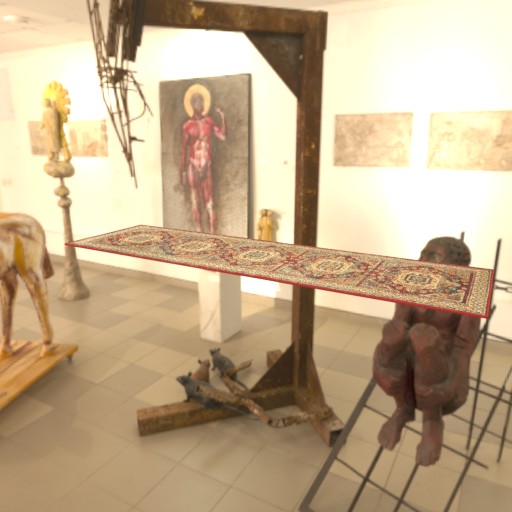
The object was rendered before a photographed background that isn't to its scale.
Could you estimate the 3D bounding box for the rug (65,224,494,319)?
[{"bbox_3d":[0.000,0.000,2.423,2.292,0.015,0.659,8,17,28],"label":"rug"}]
